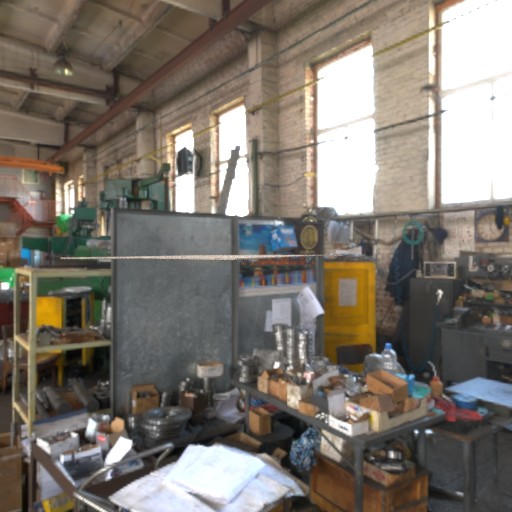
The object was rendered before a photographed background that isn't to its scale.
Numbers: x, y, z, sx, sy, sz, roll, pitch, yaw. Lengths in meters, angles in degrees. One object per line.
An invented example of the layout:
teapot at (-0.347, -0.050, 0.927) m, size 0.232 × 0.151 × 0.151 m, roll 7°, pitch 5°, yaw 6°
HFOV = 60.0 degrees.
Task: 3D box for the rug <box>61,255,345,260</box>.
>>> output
rug at (0.000, 0.000, 2.622) m, size 0.697 × 0.013 × 2.335 m, roll 0°, pitch 0°, yaw 20°
